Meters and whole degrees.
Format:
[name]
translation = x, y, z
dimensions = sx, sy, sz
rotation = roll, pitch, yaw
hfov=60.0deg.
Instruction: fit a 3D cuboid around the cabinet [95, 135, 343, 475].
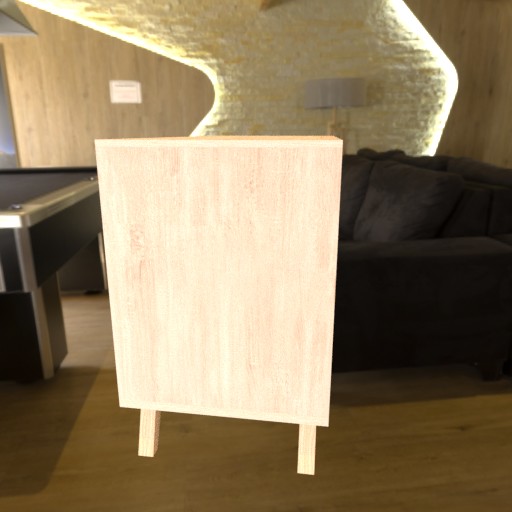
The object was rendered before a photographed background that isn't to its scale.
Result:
[cabinet]
translation = 0.000, 0.000, 1.504
dimensions = 0.500, 0.780, 1.110
rotation = 2, 16, 8
